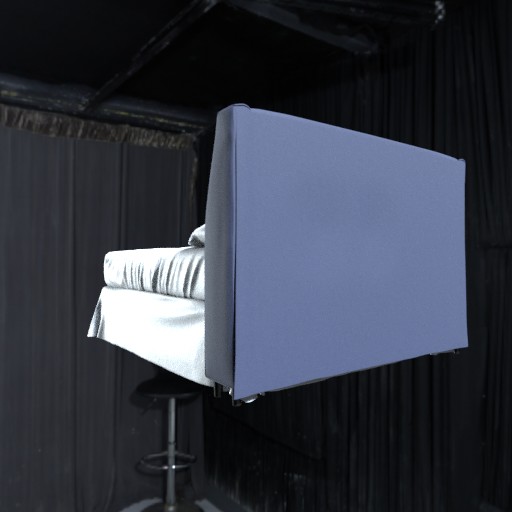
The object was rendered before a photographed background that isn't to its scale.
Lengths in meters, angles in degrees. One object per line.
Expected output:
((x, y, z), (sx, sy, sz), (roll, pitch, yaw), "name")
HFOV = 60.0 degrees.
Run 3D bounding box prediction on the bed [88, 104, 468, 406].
((0.000, 0.000, 3.351), (1.925, 1.332, 2.276), (0, 0, -36), "bed")
